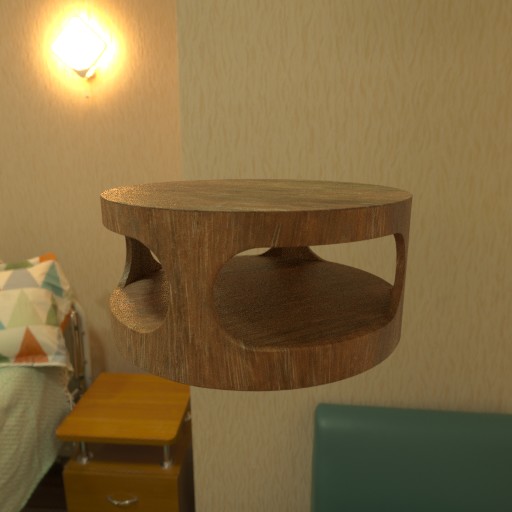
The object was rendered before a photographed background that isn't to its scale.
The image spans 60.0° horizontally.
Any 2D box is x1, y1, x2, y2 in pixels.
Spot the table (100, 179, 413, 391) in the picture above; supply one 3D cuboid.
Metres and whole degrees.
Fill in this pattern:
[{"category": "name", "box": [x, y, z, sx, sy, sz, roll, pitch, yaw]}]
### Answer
[{"category": "table", "box": [0.000, 0.000, 1.517, 0.974, 0.450, 0.974, 0, 14, 0]}]
